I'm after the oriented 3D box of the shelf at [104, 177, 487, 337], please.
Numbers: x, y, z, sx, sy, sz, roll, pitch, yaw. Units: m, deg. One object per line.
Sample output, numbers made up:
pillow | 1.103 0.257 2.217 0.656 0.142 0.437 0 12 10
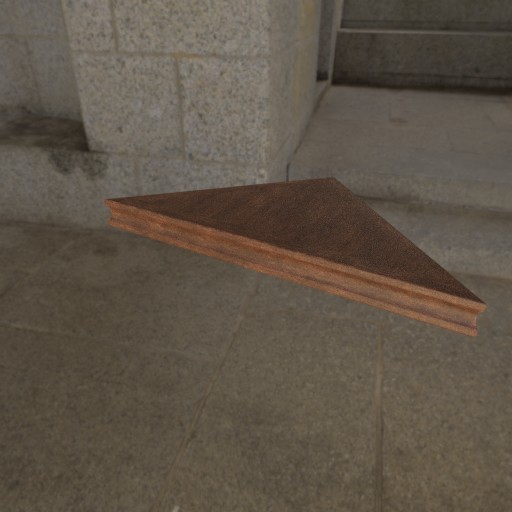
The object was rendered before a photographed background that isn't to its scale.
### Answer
shelf | 0.000 0.000 0.446 0.296 0.035 0.296 -8 31 -13
